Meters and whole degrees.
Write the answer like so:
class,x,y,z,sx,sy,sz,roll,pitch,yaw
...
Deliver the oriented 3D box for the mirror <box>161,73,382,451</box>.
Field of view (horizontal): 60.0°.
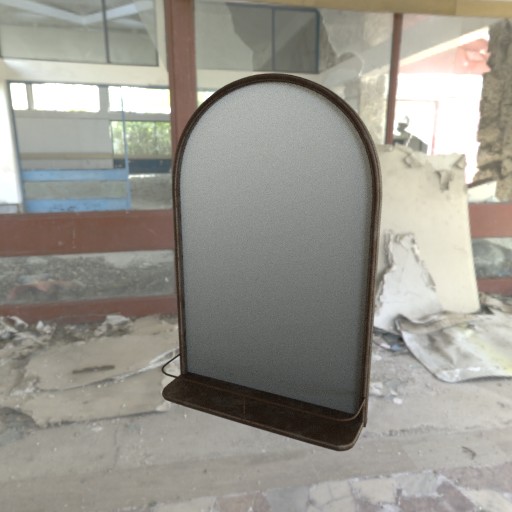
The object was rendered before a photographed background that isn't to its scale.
class,x,y,z,sx,sy,sz,roll,pitch,yaw
mirror,0.000,0.000,0.984,0.510,0.770,0.137,7,15,25
